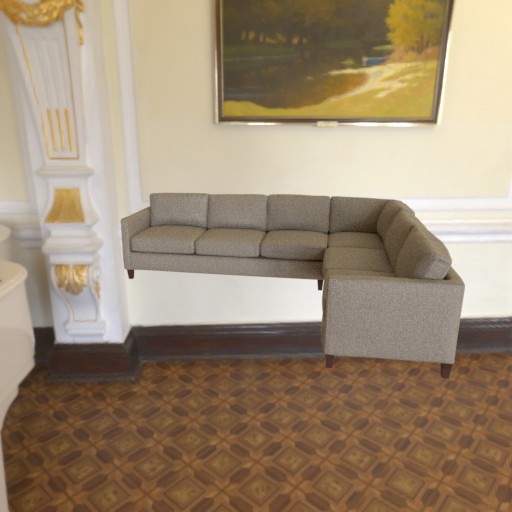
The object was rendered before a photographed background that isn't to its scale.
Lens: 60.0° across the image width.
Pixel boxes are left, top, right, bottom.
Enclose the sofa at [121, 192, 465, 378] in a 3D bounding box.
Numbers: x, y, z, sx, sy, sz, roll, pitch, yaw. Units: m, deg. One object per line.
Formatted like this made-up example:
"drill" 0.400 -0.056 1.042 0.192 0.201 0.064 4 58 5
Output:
"sofa" 0.000 0.000 4.475 3.302 0.947 2.593 3 17 9
